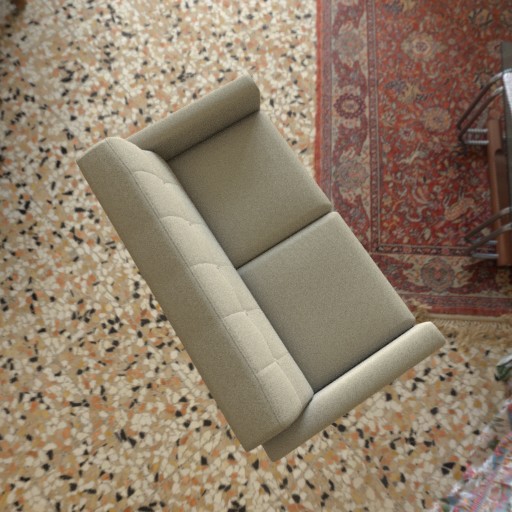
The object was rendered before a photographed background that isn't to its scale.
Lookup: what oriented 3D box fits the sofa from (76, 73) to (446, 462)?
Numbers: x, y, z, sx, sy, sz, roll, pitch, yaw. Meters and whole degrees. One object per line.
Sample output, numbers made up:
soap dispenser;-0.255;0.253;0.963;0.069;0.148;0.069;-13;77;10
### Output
sofa;0.000;0.000;2.209;0.980;0.892;1.655;-32;77;-8
